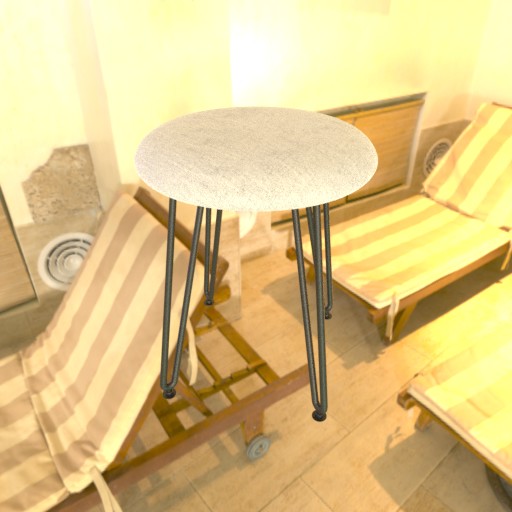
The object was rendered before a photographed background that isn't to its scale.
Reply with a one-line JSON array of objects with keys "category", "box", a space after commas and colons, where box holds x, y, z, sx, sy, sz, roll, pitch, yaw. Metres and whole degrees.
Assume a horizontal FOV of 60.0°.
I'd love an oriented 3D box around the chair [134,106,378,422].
[{"category": "chair", "box": [0.000, 0.000, 0.661, 0.350, 0.386, 0.350, -20, 37, -29]}]
